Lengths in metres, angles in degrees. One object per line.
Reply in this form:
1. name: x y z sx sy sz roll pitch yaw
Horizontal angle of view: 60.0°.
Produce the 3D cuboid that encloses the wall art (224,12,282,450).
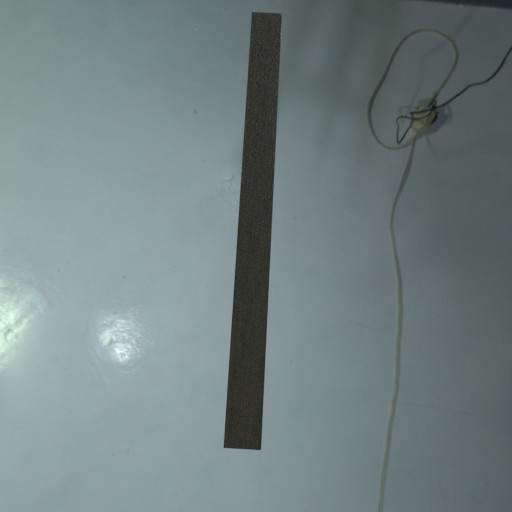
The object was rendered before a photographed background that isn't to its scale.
1. wall art: 0.000 0.000 0.742 0.037 0.507 0.507 3 77 1
